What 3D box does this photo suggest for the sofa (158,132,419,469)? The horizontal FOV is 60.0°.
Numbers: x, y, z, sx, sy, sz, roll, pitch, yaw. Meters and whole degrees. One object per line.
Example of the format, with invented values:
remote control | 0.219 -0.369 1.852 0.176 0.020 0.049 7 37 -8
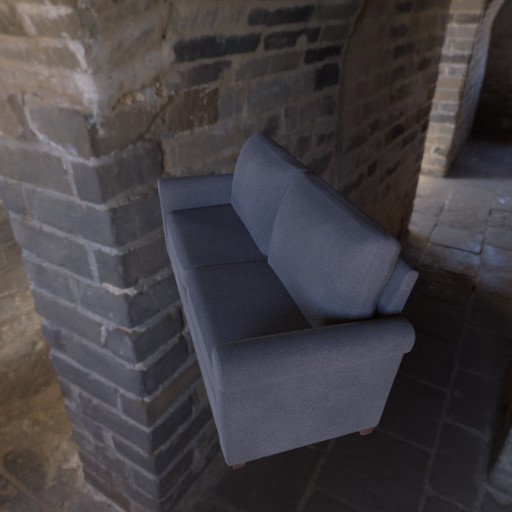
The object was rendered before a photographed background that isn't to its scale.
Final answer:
sofa | 0.000 0.000 2.443 0.842 0.942 1.935 -9 31 -15
